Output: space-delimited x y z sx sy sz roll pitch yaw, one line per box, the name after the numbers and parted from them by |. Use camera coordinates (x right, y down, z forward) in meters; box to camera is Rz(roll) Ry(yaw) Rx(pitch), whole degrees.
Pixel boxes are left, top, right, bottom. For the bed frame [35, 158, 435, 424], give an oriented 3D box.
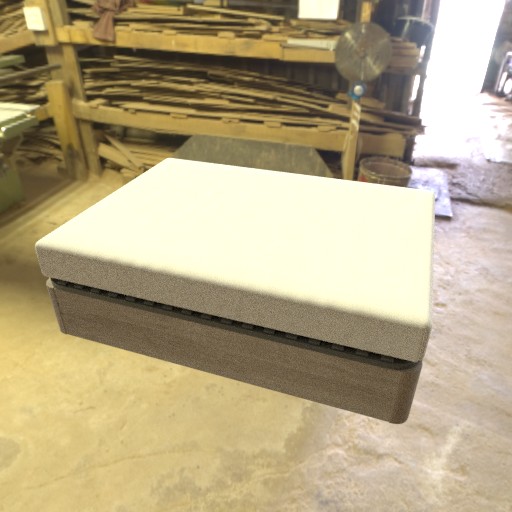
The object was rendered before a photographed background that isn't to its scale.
0.000 0.000 2.618 1.900 0.561 1.400 10 33 16 | bed frame
